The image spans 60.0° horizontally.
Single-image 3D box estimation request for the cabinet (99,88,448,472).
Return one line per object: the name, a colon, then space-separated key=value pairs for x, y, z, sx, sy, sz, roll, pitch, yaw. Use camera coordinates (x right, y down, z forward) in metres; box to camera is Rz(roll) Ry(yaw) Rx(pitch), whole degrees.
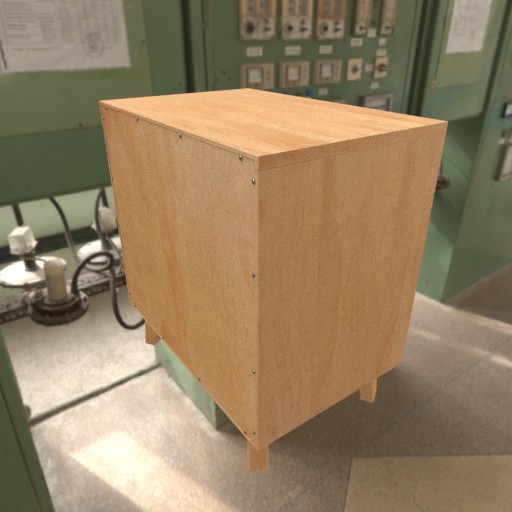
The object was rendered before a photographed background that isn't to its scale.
cabinet: x=0.000 y=0.000 z=0.943 sx=0.394 sy=0.599 sz=0.551 roll=-18 pitch=32 yaw=-31
